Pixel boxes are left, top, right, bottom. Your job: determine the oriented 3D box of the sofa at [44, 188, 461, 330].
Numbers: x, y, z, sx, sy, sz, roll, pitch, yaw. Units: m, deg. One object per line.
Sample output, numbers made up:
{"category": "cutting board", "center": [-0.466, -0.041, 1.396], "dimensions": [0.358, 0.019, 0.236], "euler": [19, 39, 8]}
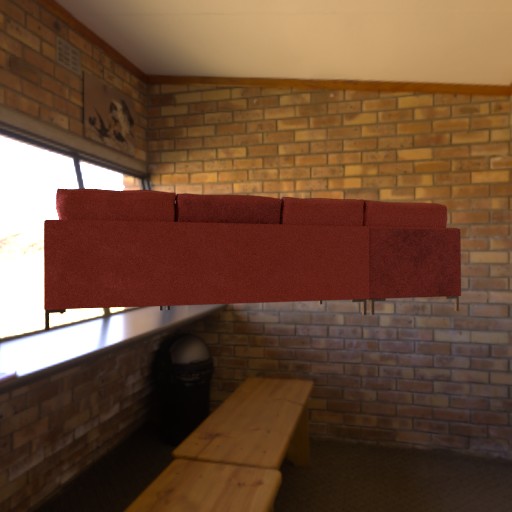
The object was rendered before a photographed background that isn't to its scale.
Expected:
{"category": "sofa", "center": [0.000, 0.000, 4.114], "dimensions": [3.400, 0.967, 1.500], "euler": [0, 0, -17]}
